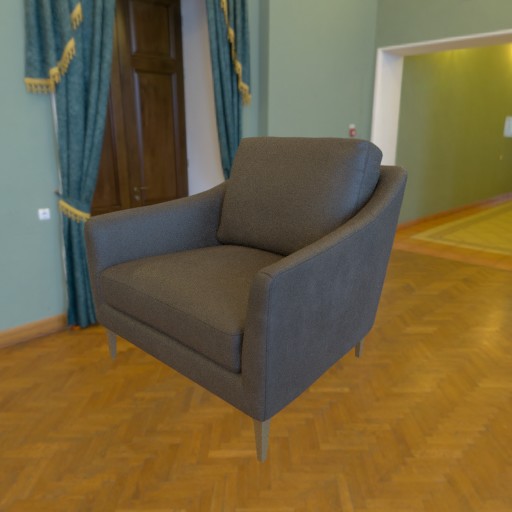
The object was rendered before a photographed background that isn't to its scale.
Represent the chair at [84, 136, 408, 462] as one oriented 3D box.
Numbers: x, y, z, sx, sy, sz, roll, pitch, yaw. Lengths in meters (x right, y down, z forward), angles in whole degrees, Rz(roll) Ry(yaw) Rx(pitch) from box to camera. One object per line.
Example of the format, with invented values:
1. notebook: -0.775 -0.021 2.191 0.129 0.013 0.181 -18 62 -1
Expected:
1. chair: 0.000 0.000 1.748 0.988 0.901 0.961 15 22 42
